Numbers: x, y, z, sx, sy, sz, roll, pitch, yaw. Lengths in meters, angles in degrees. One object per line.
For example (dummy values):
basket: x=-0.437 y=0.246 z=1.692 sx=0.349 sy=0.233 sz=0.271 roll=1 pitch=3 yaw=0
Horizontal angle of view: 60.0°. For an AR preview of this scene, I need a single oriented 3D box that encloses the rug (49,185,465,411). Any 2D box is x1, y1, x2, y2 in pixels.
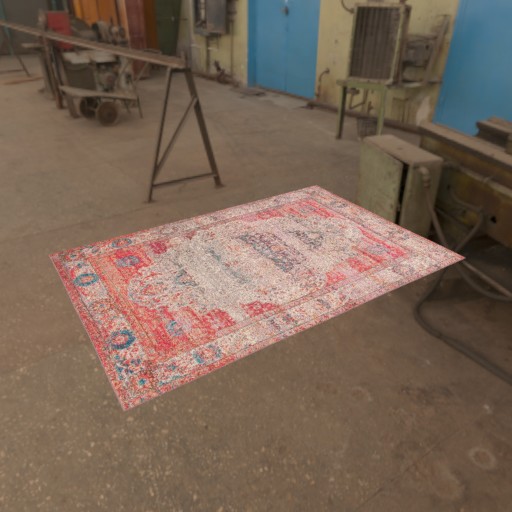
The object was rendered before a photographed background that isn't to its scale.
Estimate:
rug: x=0.000 y=0.000 z=2.334 sx=1.829 sy=0.006 sz=1.219 roll=-18 pitch=35 yaw=-28
